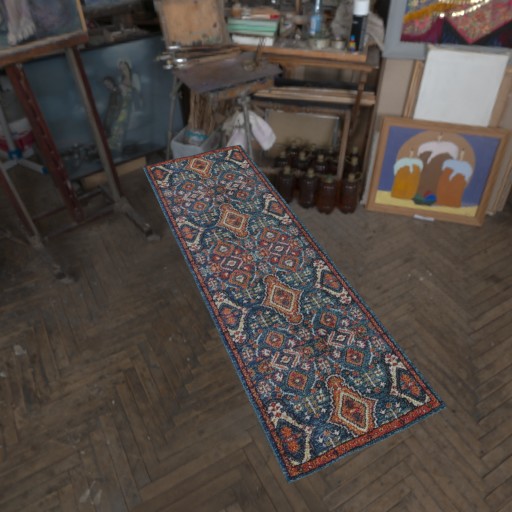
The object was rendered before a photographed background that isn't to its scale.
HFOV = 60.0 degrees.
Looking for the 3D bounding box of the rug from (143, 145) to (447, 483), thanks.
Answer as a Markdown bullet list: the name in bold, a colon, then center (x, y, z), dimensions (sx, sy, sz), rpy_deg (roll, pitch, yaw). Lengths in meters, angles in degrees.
- **rug**: center (0.000, 0.000, 2.659), dimensions (0.801, 0.010, 2.459), rpy_deg (-17, 47, -17)
